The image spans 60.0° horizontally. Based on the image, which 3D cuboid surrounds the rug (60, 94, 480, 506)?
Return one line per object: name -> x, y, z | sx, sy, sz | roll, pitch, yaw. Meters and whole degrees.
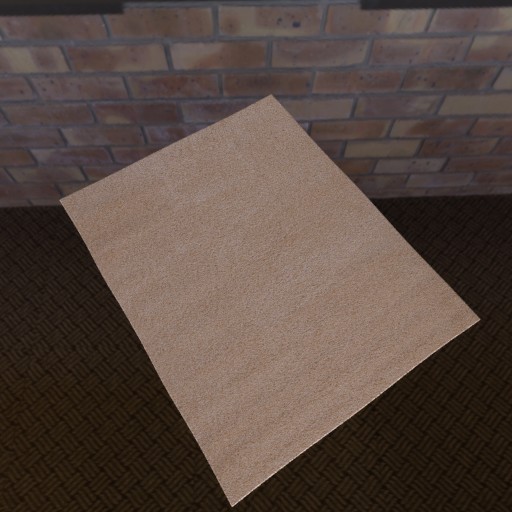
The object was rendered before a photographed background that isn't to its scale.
rug -> 0.000, 0.000, 3.882 | 2.400, 0.025, 3.000 | -31, 68, -14
